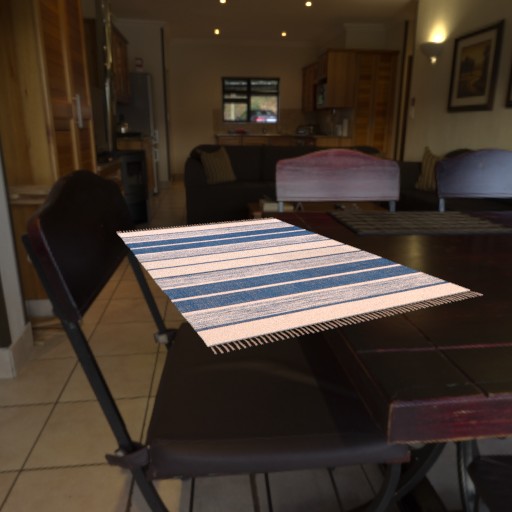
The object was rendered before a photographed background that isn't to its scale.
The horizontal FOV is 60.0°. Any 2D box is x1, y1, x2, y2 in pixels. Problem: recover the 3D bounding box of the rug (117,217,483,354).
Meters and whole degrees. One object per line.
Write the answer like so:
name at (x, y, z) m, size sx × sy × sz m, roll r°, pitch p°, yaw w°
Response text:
rug at (0.000, 0.000, 3.113) m, size 1.532 × 0.010 × 2.441 m, roll -7°, pitch 17°, yaw -25°
